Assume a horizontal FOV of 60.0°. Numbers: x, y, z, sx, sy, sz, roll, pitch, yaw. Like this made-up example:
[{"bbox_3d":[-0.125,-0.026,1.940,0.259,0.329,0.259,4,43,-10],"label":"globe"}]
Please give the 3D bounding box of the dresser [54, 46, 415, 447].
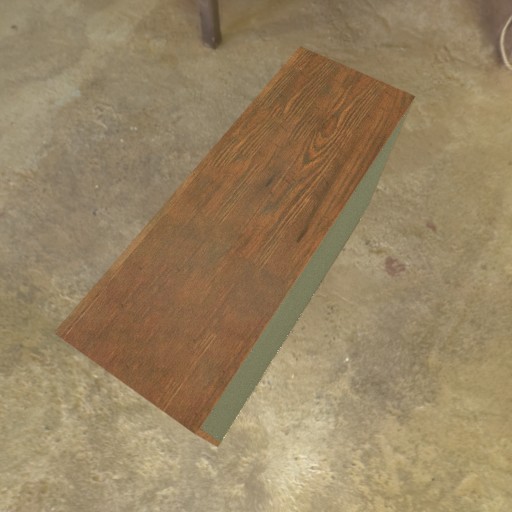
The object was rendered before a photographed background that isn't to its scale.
[{"bbox_3d":[0.000,0.000,2.203,0.623,1.061,1.646,30,68,14],"label":"dresser"}]
